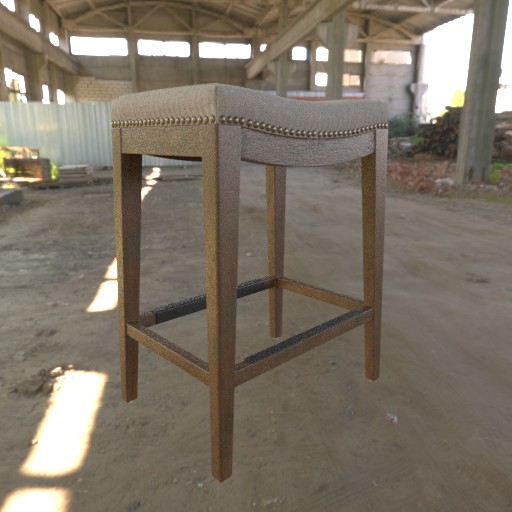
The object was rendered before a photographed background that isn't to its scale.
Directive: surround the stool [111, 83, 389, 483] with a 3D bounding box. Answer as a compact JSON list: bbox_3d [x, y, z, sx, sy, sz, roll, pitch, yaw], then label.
[{"bbox_3d":[0.000,0.000,0.972,0.508,0.660,0.356,-14,20,-42],"label":"stool"}]
